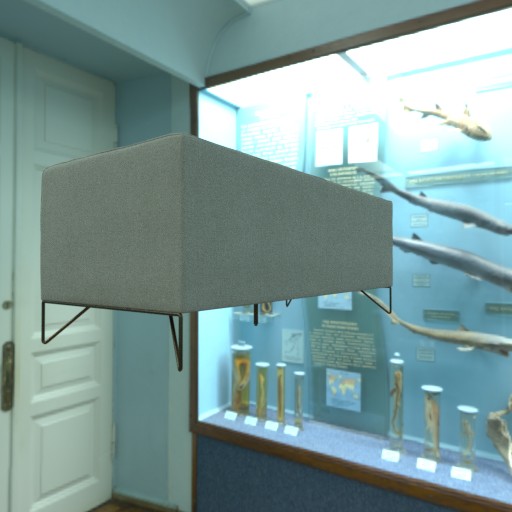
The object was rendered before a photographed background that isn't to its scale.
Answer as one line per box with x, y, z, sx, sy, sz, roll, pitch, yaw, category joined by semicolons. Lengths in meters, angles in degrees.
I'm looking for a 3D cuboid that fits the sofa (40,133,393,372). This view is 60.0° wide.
0.000;0.000;2.541;0.912;0.798;2.079;-1;-1;36;sofa
